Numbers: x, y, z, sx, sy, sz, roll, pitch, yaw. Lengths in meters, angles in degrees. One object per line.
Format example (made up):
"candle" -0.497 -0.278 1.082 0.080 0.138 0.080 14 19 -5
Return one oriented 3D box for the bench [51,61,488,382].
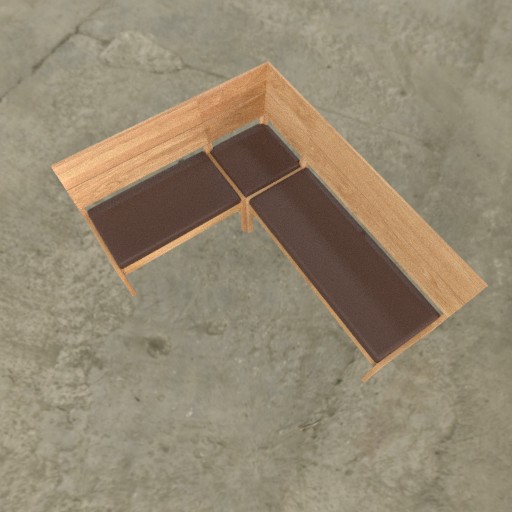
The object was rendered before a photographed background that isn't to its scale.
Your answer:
"bench" 0.000 0.000 2.805 1.549 0.890 1.975 -32 68 -15
